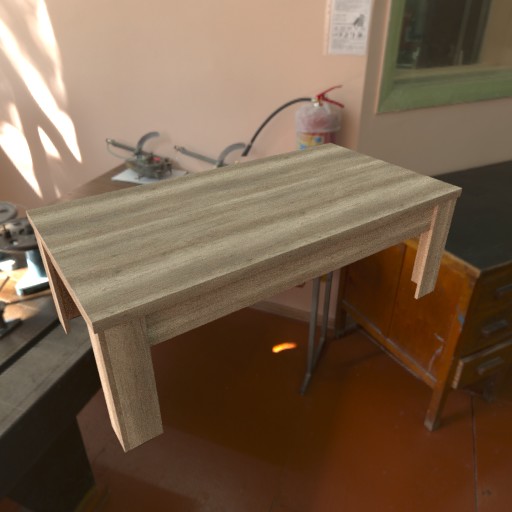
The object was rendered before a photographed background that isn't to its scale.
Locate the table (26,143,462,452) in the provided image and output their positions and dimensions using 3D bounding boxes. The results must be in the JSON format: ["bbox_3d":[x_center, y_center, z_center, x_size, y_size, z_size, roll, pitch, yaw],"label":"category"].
[{"bbox_3d":[0.000,0.000,1.652,1.350,0.460,0.700,-19,36,-29],"label":"table"}]
